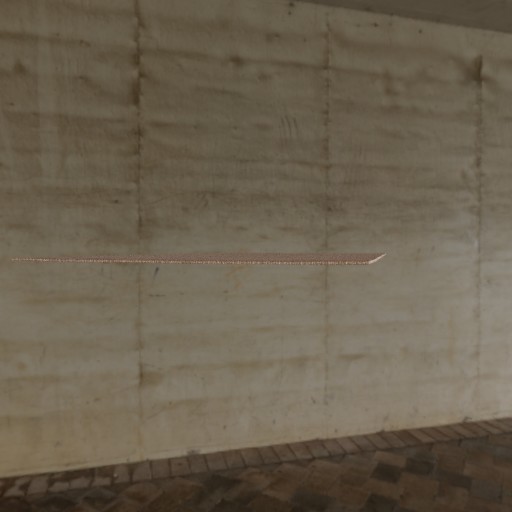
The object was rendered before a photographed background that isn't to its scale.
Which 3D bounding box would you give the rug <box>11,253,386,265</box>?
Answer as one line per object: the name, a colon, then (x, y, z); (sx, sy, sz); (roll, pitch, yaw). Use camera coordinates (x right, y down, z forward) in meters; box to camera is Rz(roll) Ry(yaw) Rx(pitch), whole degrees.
rug: (0.000, 0.000, 2.251); (1.225, 0.013, 1.840); (0, 1, 18)
